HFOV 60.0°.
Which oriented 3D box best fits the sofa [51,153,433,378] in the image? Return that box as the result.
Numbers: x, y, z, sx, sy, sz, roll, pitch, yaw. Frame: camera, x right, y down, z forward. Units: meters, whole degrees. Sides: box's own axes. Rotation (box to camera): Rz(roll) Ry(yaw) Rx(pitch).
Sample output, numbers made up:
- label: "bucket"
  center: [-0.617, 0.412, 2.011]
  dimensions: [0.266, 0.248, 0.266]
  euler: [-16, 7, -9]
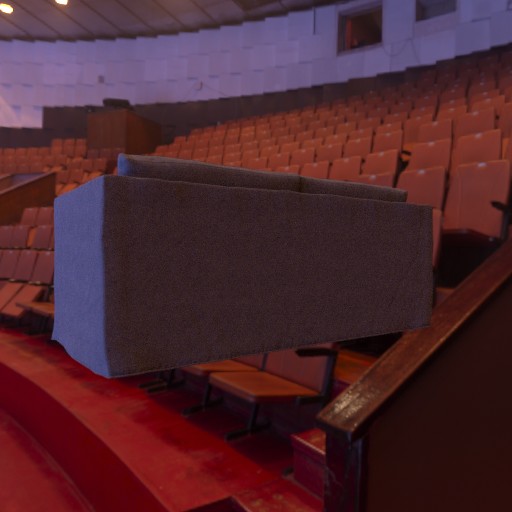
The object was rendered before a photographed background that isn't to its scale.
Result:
- label: "sofa"
  center: [0.000, 0.000, 2.485]
  dimensions: [1.982, 0.855, 0.953]
  euler: [-1, 1, -34]
